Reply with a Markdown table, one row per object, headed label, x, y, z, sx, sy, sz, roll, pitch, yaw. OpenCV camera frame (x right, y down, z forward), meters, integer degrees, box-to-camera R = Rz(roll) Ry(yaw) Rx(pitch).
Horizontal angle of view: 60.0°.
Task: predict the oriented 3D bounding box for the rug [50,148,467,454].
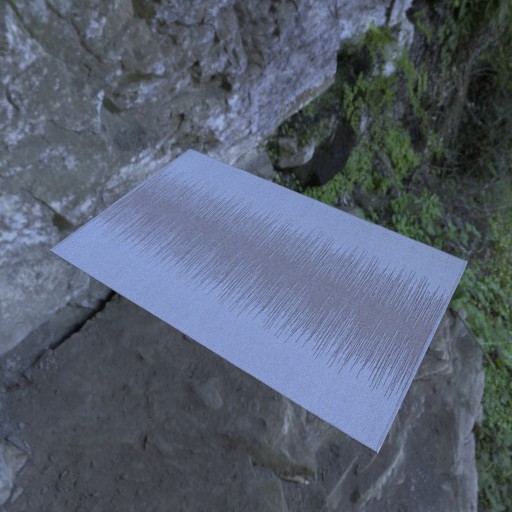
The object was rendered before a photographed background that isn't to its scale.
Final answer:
| label | x | y | z | sx | sy | sz | roll | pitch | yaw |
| --- | --- | --- | --- | --- | --- | --- | --- | --- | --- |
| rug | 0.000 | 0.000 | 3.037 | 2.440 | 0.012 | 1.522 | 26 | 52 | 23 |
